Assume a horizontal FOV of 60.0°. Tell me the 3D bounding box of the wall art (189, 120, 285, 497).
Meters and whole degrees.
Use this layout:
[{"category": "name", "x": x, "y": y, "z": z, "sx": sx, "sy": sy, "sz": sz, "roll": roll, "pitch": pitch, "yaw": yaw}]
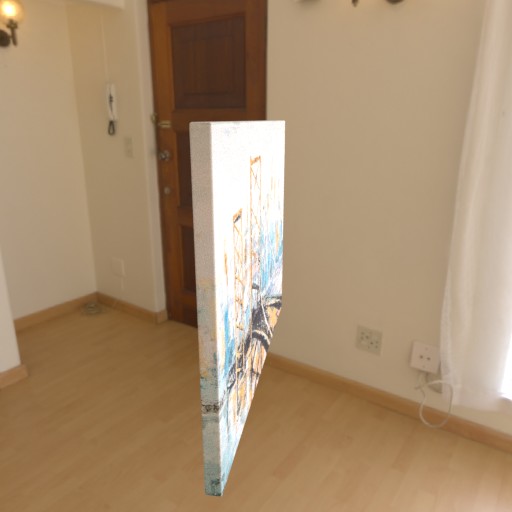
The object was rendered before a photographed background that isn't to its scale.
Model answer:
[{"category": "wall art", "x": 0.000, "y": 0.000, "z": 1.307, "sx": 0.038, "sy": 0.762, "sz": 1.016, "roll": 3, "pitch": 17, "yaw": 10}]
